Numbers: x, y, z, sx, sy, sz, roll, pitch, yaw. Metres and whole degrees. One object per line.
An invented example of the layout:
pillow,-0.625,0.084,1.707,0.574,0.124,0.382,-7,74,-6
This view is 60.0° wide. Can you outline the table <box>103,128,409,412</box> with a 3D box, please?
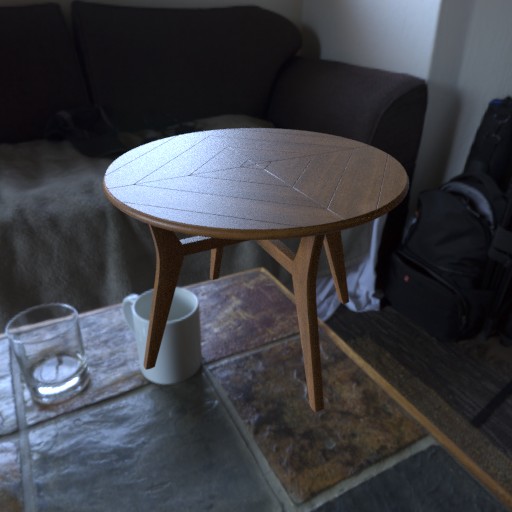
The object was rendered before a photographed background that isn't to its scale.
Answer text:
table,0.000,0.000,1.774,1.055,0.757,1.055,0,30,0
